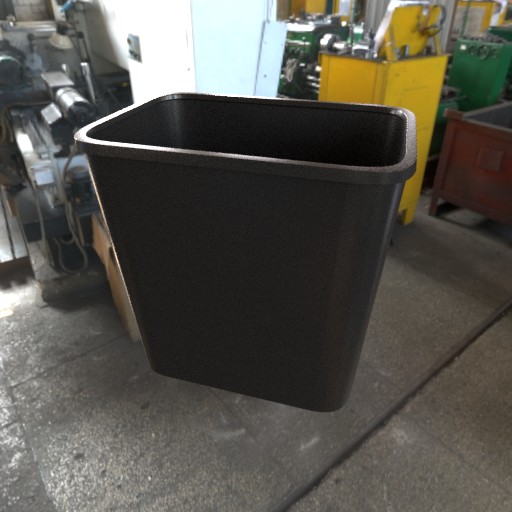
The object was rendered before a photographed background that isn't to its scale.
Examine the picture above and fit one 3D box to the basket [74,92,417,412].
[{"bbox_3d":[0.000,0.000,0.511,0.300,0.307,0.211,9,33,14],"label":"basket"}]
